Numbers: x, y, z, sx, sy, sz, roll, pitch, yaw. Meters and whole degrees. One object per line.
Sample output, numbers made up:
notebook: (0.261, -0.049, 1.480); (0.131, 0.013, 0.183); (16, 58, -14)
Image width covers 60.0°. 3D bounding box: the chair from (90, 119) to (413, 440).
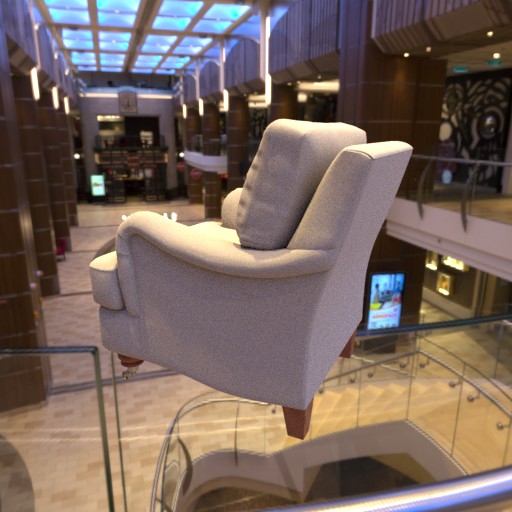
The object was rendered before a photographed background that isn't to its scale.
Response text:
chair: (0.000, 0.000, 1.857); (1.078, 1.076, 0.895); (7, 17, 25)
